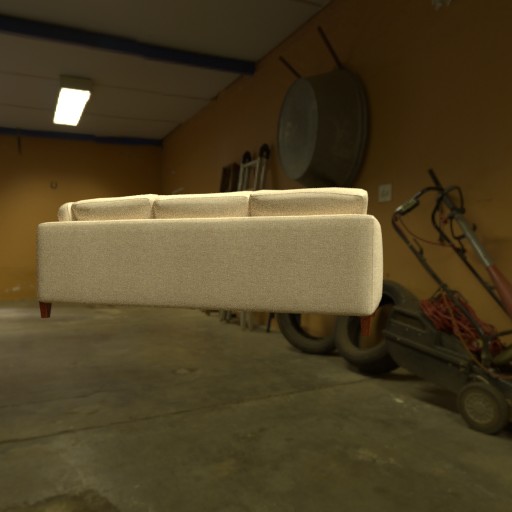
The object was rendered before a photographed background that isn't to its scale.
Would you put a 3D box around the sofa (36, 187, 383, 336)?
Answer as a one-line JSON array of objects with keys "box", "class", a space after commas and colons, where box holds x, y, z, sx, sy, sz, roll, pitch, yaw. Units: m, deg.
[{"box": [0.000, 0.000, 4.605, 2.593, 0.947, 3.302, 0, 0, 18], "class": "sofa"}]
